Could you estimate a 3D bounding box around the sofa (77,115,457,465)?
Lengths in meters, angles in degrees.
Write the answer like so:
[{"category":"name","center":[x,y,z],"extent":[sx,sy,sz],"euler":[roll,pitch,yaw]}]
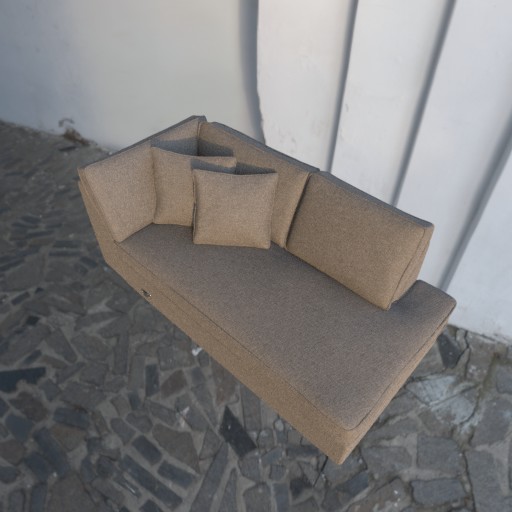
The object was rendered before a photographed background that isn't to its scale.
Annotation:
[{"category":"sofa","center":[0.000,0.000,2.819],"extent":[2.237,1.033,1.110],"euler":[34,54,28]}]
